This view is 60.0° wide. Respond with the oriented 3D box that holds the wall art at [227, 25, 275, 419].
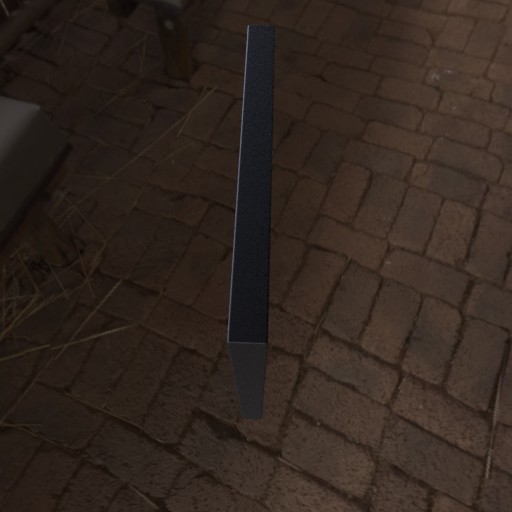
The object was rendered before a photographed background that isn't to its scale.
[{"bbox_3d":[0.000,0.000,0.541,0.028,0.381,0.328,2,63,1],"label":"wall art"}]
